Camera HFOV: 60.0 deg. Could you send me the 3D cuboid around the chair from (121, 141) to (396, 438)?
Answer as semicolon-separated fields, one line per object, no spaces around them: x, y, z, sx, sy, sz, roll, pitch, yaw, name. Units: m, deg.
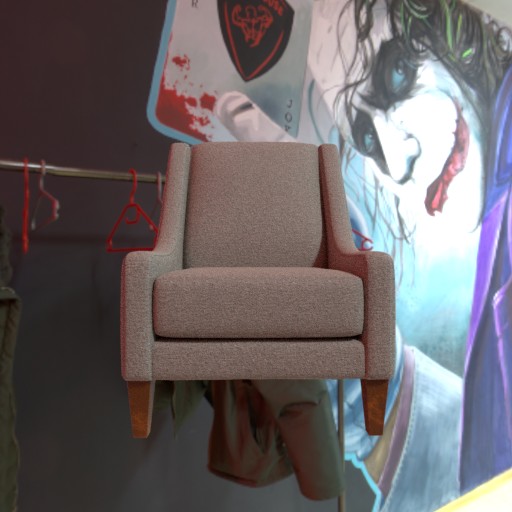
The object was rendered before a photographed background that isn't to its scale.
0.000;0.000;1.619;0.774;1.016;0.870;0;0;-1;chair
